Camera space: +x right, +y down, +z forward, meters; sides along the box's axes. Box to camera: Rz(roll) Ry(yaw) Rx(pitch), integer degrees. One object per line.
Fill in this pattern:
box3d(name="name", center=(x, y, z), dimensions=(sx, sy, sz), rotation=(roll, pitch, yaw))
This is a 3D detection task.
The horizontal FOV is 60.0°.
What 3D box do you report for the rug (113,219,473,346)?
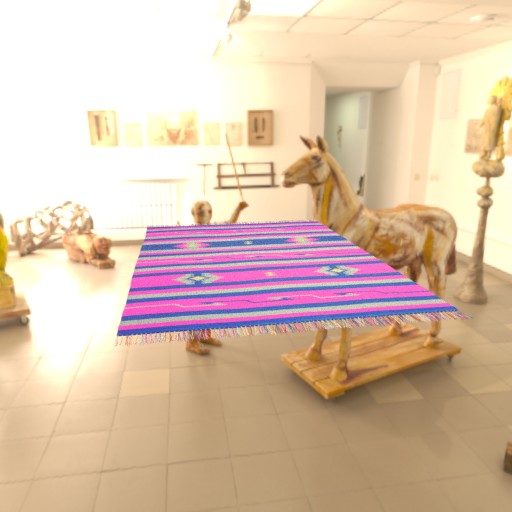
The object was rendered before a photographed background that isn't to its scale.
box3d(name="rug", center=(0.000, 0.000, 2.925), dimensions=(1.539, 0.013, 2.350), rotation=(-3, 16, -10))
